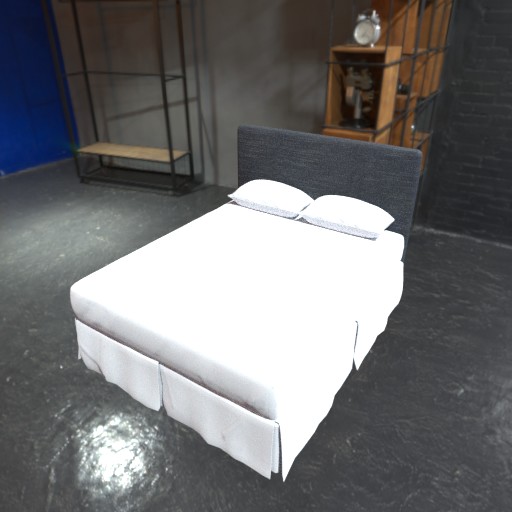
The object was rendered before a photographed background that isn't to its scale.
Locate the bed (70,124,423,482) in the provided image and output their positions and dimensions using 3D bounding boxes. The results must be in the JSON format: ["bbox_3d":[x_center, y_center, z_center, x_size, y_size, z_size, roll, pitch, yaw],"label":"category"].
[{"bbox_3d":[0.000,0.000,3.206,1.723,1.330,2.142,18,33,29],"label":"bed"}]
